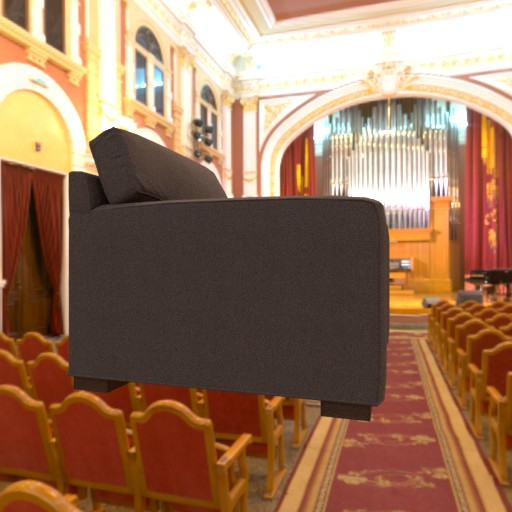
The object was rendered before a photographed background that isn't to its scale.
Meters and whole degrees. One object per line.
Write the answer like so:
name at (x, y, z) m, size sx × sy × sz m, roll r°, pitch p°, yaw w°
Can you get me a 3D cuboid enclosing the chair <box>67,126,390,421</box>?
chair at (0.000, 0.000, 1.820) m, size 1.043 × 0.913 × 0.997 m, roll 0°, pitch 0°, yaw 17°
